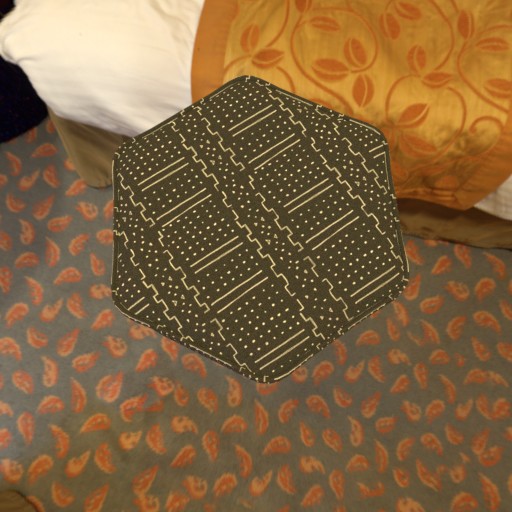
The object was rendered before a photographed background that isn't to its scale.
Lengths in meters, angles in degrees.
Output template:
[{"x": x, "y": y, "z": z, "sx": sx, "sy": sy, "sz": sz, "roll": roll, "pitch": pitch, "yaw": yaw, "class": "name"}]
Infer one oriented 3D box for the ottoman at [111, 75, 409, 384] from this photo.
[{"x": 0.000, "y": 0.000, "z": 0.895, "sx": 0.494, "sy": 0.502, "sz": 0.443, "roll": -33, "pitch": 78, "yaw": -8, "class": "ottoman"}]
